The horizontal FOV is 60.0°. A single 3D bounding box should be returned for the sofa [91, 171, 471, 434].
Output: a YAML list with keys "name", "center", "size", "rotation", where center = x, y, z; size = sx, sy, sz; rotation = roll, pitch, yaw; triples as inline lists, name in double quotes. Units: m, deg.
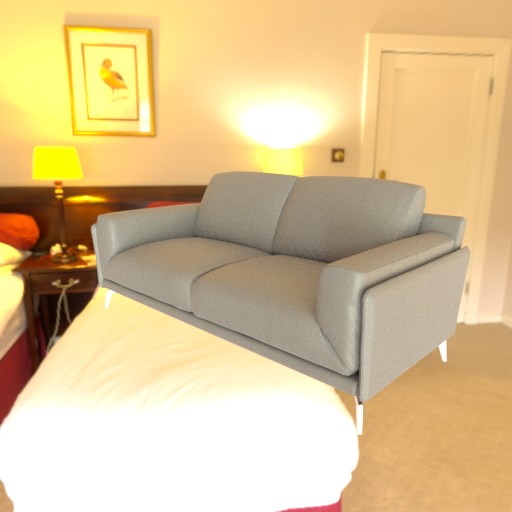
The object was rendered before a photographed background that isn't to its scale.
- name: "sofa"
  center: [0.000, 0.000, 2.635]
  size: [2.101, 0.930, 1.049]
  rotation: [13, 19, 42]
